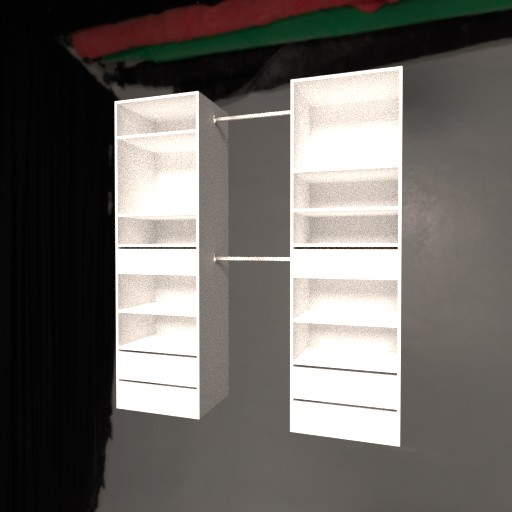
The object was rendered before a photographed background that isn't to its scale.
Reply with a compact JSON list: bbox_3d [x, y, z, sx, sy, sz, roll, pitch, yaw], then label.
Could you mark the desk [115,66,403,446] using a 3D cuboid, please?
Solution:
[{"bbox_3d":[0.000,0.000,2.838,1.770,2.000,0.480,0,1,19],"label":"desk"}]
